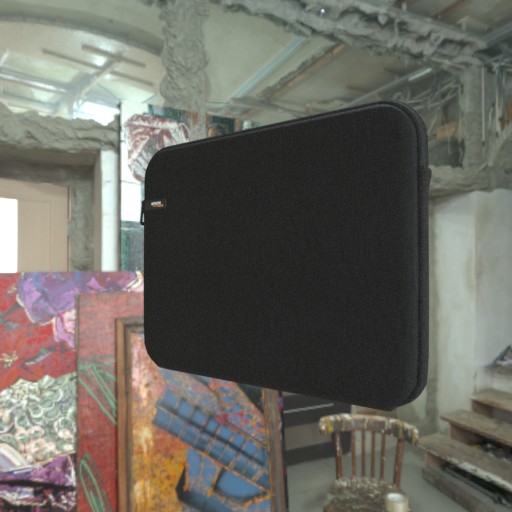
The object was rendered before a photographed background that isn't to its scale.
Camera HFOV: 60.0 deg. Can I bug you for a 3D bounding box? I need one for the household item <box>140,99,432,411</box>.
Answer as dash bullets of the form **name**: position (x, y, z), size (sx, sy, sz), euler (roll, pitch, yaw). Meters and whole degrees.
- **household item**: position (0.000, 0.000, 0.525), size (0.396, 0.305, 0.030), euler (-1, -1, 35)
